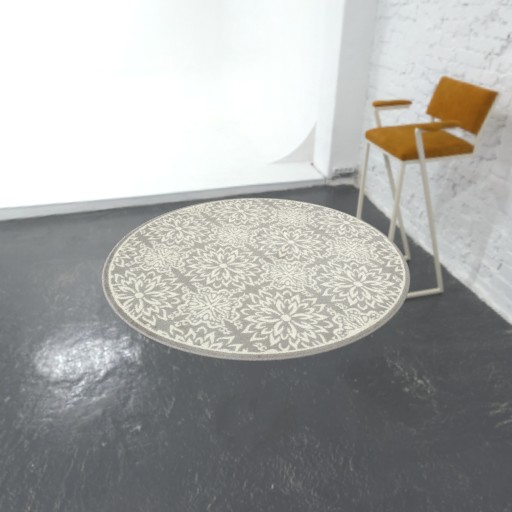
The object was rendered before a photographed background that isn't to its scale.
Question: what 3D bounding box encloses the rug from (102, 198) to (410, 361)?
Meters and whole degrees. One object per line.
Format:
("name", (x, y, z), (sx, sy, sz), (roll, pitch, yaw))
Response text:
("rug", (0.000, 0.000, 2.391), (1.593, 0.012, 1.593), (0, 30, 0))
